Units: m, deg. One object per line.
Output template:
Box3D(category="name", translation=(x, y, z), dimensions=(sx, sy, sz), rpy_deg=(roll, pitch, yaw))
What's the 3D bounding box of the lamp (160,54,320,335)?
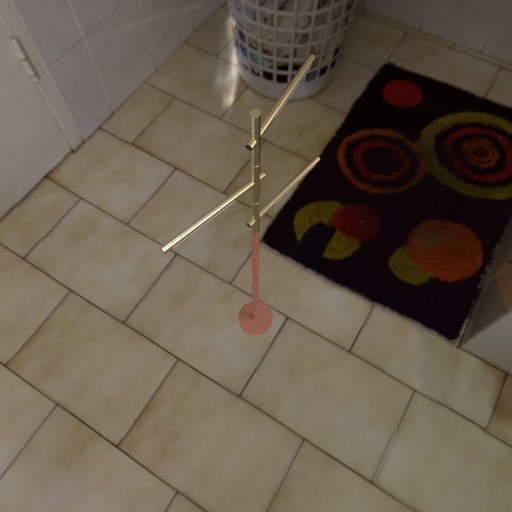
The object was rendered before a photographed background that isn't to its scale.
Box3D(category="lamp", translation=(0.000, 0.000, 1.921), dimensions=(0.209, 1.704, 0.737), rpy_deg=(31, 68, 14))
